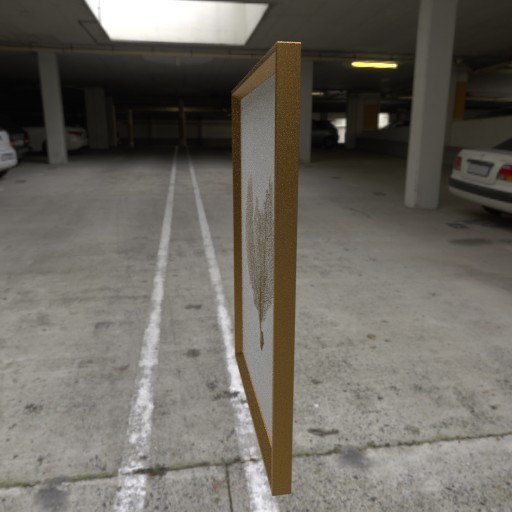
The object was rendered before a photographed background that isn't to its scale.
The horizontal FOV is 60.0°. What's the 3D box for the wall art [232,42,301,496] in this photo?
[{"bbox_3d":[0.000,0.000,1.058,0.038,0.812,0.610,-2,14,-9],"label":"wall art"}]
